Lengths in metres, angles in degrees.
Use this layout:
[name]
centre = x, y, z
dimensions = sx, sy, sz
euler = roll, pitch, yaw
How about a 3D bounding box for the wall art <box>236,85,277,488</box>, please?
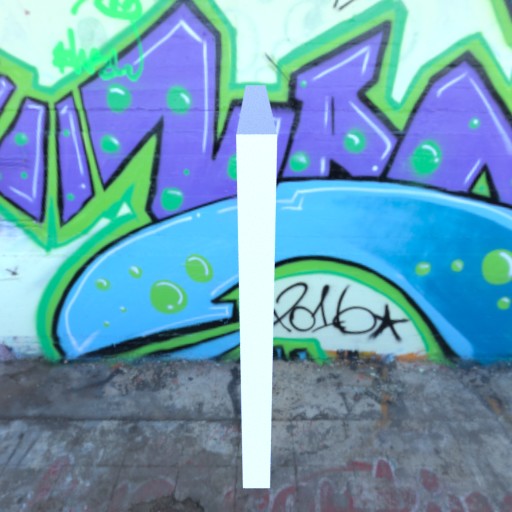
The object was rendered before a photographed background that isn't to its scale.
[wall art]
centre = 0.000, 0.000, 0.534
dimensions = 0.027, 0.355, 0.355
euler = 0, 26, 0
